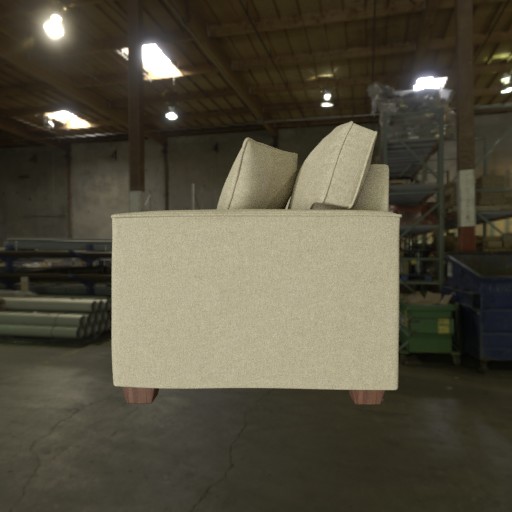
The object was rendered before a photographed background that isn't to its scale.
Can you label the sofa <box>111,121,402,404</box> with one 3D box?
[{"bbox_3d":[0.000,0.000,2.152,0.991,0.989,1.388,0,1,1],"label":"sofa"}]
